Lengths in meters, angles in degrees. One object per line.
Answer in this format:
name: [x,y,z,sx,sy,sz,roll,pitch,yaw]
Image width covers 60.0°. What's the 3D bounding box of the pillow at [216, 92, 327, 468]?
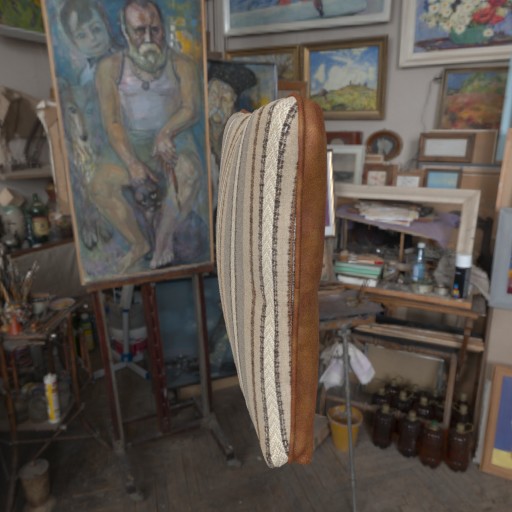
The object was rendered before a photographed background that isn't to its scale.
pillow: [0.000,0.000,0.749,0.130,0.490,0.489,-3,16,-9]
